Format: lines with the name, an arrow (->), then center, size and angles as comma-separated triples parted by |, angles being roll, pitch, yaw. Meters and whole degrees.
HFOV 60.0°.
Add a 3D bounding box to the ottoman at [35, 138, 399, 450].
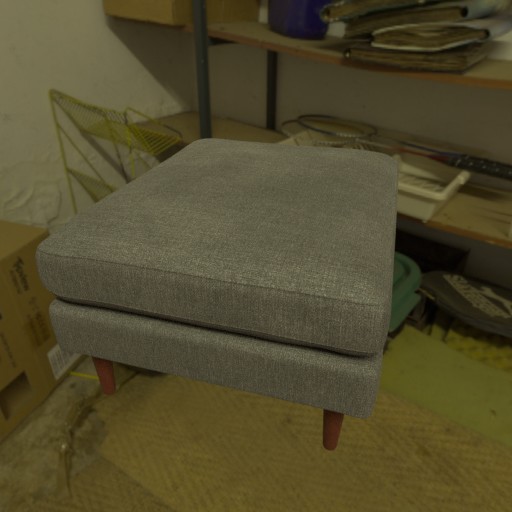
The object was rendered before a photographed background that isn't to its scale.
ottoman -> 0.000, 0.000, 1.202 | 0.693, 0.474, 0.821 | 8, 31, 14
